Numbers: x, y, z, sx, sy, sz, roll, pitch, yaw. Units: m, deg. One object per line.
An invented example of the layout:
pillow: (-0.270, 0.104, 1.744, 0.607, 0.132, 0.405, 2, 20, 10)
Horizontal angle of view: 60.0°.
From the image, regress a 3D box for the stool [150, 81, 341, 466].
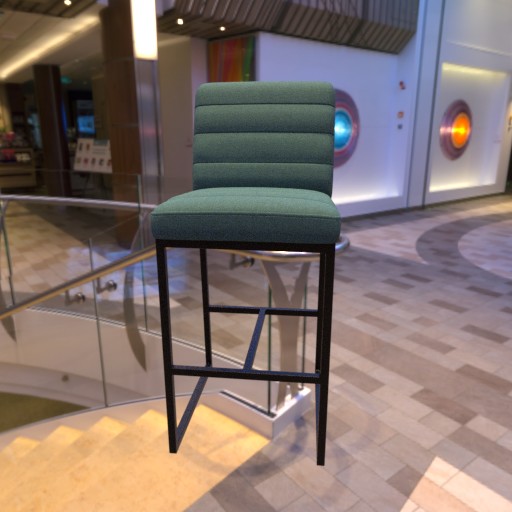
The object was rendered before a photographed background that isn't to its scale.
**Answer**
stool: (0.000, 0.000, 1.343, 0.460, 1.040, 0.560, 2, 16, 6)
